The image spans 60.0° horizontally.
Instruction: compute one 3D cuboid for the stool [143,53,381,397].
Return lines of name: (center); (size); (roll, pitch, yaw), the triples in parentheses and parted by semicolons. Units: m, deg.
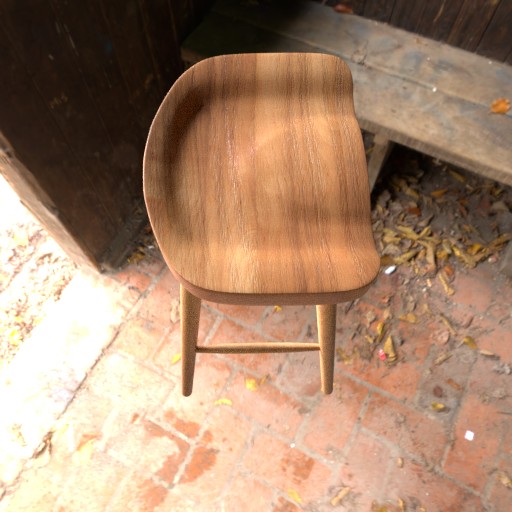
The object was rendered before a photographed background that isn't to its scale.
stool: (0.000, 0.000, 0.874); (0.361, 0.615, 0.440); (-1, 64, 0)
